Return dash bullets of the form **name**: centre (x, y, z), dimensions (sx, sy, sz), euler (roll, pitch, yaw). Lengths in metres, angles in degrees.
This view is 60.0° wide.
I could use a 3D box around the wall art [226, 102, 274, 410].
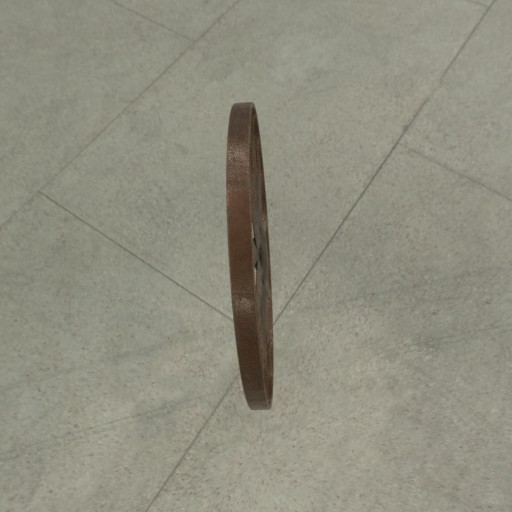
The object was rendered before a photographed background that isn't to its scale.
- **wall art**: centre (0.000, 0.000, 0.887), dimensions (0.084, 0.583, 0.582), euler (-1, 65, -1)
